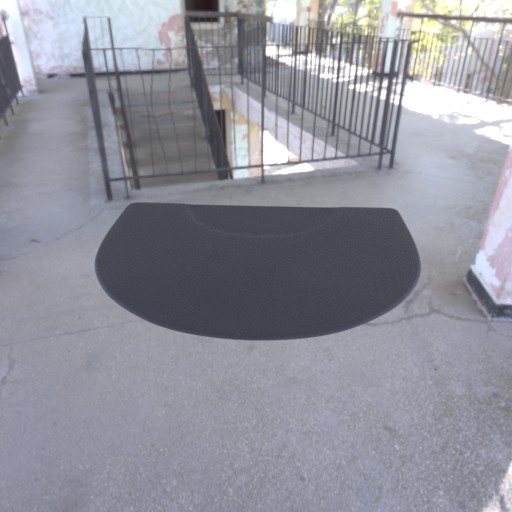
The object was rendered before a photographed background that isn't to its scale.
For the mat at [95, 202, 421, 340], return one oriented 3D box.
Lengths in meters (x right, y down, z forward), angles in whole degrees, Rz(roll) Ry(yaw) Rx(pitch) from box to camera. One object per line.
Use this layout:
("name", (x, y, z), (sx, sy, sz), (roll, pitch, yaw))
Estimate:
("mat", (0.000, 0.000, 1.619), (1.220, 0.016, 0.917), (2, 30, 3))
